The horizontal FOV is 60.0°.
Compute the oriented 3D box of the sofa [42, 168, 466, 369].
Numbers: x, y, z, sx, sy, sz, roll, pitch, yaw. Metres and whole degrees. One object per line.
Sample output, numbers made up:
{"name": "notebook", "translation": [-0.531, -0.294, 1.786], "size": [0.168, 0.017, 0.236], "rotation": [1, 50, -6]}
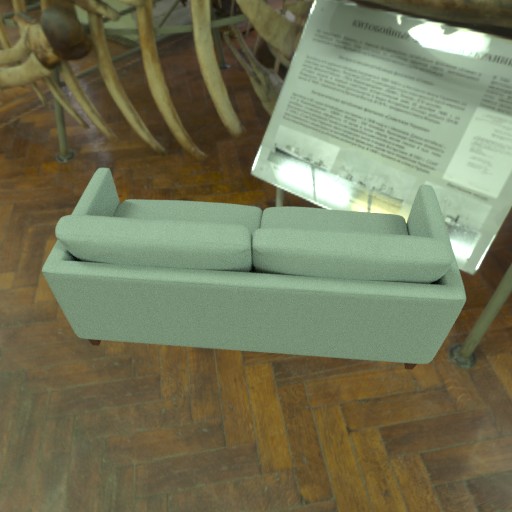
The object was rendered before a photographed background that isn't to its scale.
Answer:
{"name": "sofa", "translation": [0.000, 0.000, 2.761], "size": [2.208, 0.965, 0.951], "rotation": [4, 47, 3]}
